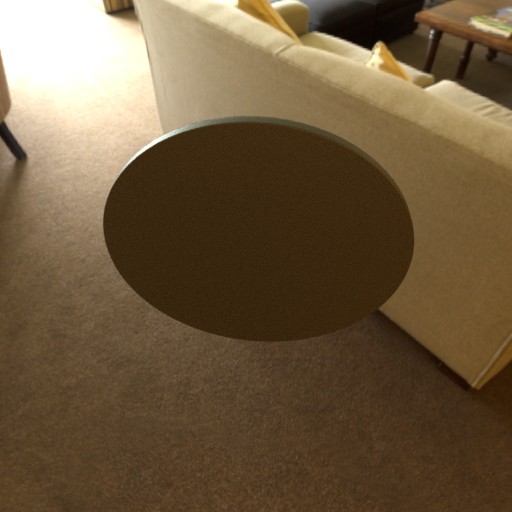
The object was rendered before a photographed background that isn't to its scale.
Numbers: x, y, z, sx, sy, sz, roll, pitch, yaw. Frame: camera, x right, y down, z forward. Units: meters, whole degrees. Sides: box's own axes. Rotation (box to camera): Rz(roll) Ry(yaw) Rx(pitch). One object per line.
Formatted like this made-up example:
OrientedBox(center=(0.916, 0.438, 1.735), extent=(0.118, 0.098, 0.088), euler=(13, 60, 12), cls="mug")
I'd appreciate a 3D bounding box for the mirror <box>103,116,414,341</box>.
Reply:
OrientedBox(center=(0.000, 0.000, 1.588), extent=(1.077, 1.077, 0.036), euler=(3, 47, 3), cls="mirror")
